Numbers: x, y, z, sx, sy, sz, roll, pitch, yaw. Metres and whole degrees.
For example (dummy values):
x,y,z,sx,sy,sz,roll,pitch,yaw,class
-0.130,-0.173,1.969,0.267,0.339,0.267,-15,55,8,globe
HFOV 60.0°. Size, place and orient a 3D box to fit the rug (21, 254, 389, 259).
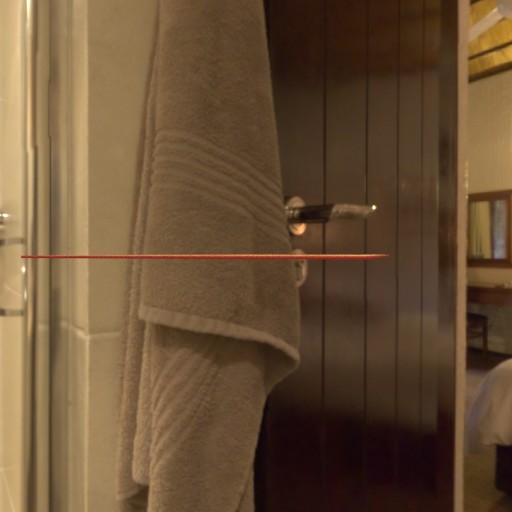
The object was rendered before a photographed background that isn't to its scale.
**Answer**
x,y,z,sx,sy,sz,roll,pitch,yaw,class
0.000,0.000,2.878,1.593,0.013,2.211,0,0,18,rug
